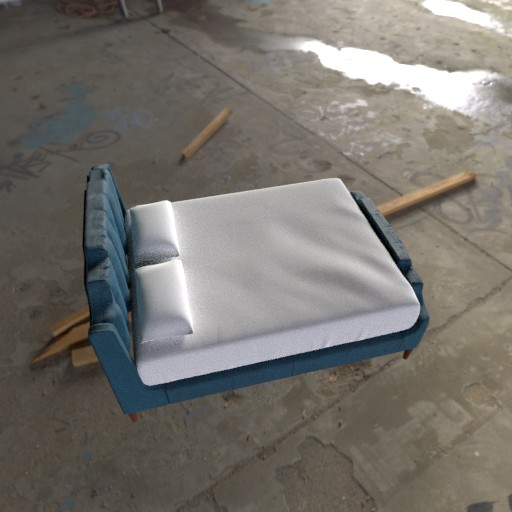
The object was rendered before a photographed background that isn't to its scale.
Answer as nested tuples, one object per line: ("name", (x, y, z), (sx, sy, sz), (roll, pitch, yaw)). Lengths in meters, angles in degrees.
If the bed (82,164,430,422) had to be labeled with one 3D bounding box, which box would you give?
("bed", (0.000, 0.000, 3.515), (2.322, 1.351, 1.676), (-10, 47, -10))
